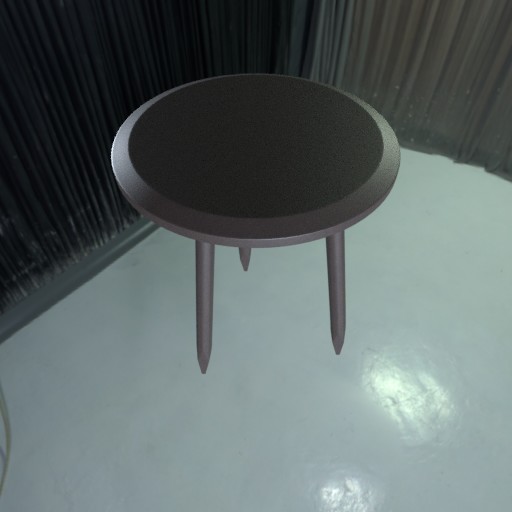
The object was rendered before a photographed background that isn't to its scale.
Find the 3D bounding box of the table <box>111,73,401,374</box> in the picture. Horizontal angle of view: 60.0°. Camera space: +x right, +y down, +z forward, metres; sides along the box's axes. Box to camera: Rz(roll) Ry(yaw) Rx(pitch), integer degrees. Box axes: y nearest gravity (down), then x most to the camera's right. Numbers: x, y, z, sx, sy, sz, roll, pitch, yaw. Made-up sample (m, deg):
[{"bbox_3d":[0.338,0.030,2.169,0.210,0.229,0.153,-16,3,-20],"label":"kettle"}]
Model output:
[{"bbox_3d":[0.000,0.000,0.926,0.457,0.585,0.457,0,48,0],"label":"table"}]
